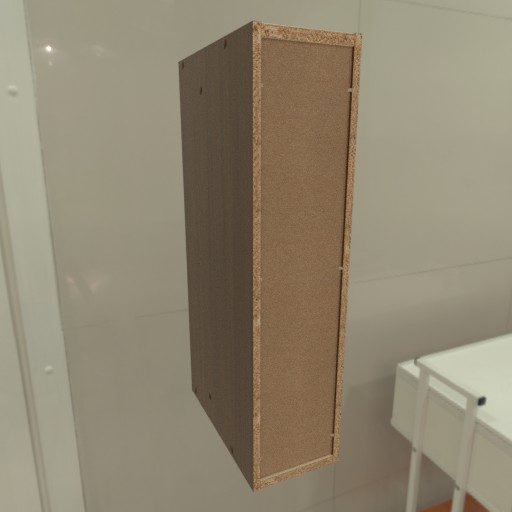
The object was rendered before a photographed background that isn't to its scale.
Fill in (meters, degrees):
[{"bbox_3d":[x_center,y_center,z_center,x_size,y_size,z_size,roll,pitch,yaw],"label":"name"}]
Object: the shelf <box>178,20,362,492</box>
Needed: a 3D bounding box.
[{"bbox_3d":[0.000,0.000,0.701,0.147,0.600,0.290,-7,16,-24],"label":"shelf"}]
